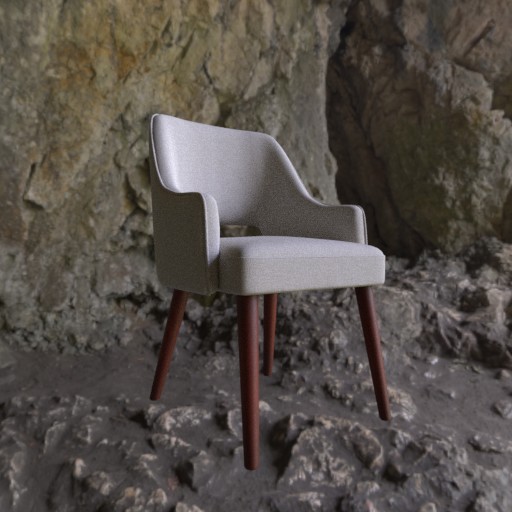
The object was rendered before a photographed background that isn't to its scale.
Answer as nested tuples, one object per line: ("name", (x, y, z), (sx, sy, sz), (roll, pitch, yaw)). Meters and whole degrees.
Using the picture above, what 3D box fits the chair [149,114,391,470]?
("chair", (0.000, 0.000, 1.235), (0.560, 0.840, 0.580), (-1, 1, -36))
